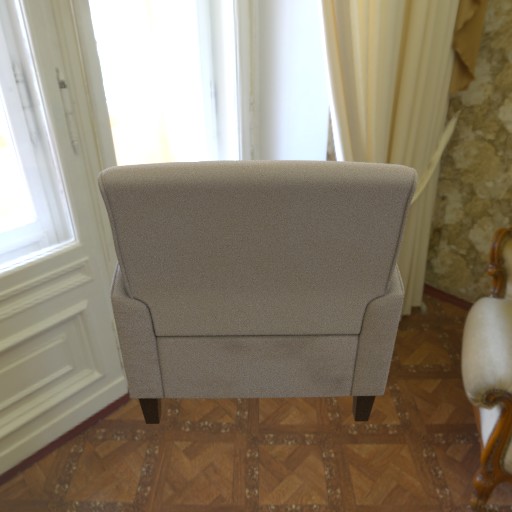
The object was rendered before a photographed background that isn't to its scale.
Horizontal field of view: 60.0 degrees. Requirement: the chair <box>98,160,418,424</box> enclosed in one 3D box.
[{"bbox_3d":[0.000,0.000,1.556,0.820,0.915,0.821,0,30,-1],"label":"chair"}]
